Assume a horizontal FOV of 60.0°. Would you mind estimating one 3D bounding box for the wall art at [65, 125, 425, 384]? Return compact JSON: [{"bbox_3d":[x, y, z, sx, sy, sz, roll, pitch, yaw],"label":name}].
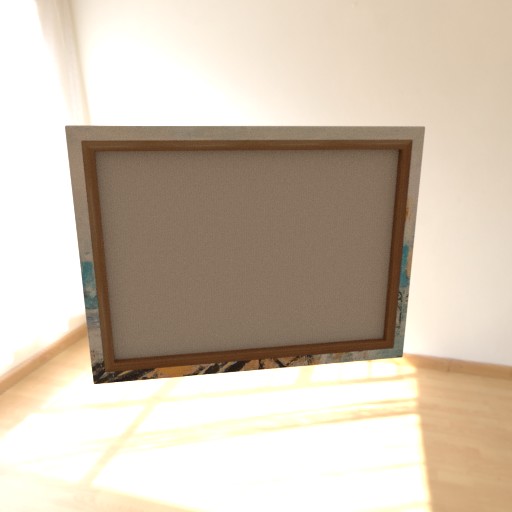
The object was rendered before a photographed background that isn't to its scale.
[{"bbox_3d":[0.000,0.000,1.352,1.016,0.762,0.038,-3,16,-9],"label":"wall art"}]
